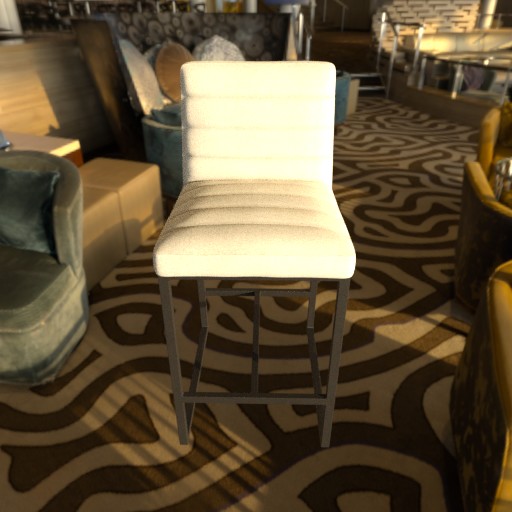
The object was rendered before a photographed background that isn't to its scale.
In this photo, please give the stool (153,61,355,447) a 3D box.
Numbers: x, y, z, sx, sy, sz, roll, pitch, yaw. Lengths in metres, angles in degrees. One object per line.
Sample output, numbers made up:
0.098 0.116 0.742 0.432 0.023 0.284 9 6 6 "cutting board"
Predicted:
0.000 0.000 1.269 0.459 0.971 0.567 1 30 1 "stool"
